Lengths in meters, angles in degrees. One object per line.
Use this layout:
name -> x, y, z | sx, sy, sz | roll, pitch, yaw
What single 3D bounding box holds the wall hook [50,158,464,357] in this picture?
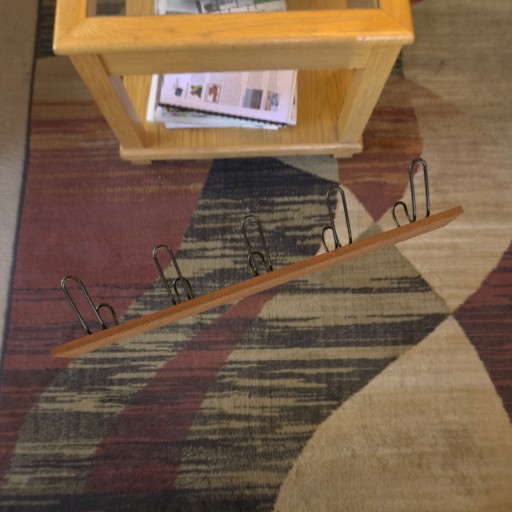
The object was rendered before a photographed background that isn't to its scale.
wall hook -> 0.000, 0.000, 0.579 | 0.554, 0.116, 0.076 | -19, 77, -5
